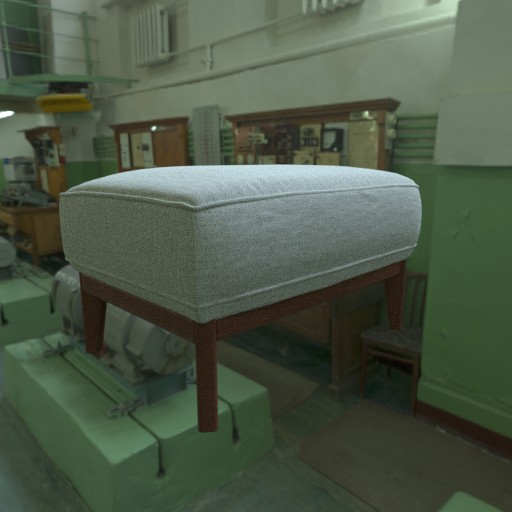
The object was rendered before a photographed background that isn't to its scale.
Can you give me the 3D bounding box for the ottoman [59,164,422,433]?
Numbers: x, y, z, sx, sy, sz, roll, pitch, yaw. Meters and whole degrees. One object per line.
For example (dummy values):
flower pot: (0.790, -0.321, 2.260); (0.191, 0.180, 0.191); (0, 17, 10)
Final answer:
ottoman: (0.000, 0.000, 1.162); (0.794, 0.465, 0.594); (-12, 17, -43)
